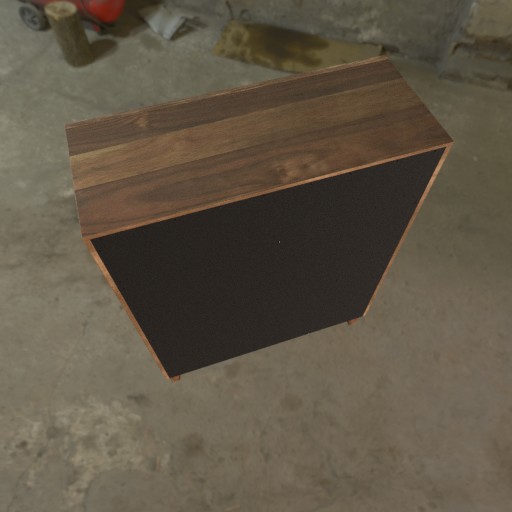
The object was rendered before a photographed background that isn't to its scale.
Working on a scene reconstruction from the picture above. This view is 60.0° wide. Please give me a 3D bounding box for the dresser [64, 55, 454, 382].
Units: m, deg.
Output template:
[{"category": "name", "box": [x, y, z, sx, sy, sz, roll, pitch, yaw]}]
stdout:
[{"category": "dresser", "box": [0.000, 0.000, 1.893, 1.062, 1.393, 0.442, -16, 60, -10]}]
